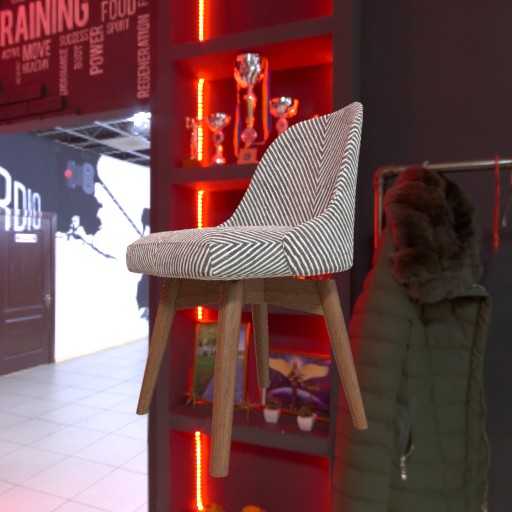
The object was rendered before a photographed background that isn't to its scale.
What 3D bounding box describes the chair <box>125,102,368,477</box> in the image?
[{"bbox_3d":[0.000,0.000,1.213,0.591,0.883,0.504,0,0,-35],"label":"chair"}]
